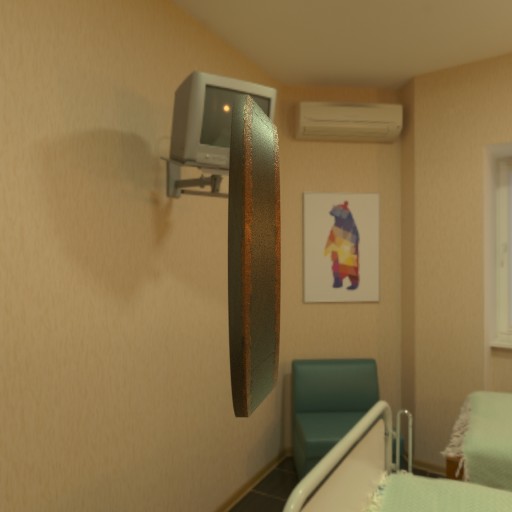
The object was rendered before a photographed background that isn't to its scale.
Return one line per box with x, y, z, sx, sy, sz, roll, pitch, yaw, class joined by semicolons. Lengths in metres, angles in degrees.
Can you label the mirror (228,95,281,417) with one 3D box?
0.000;0.000;1.325;0.111;0.907;0.907;0;0;0;mirror
